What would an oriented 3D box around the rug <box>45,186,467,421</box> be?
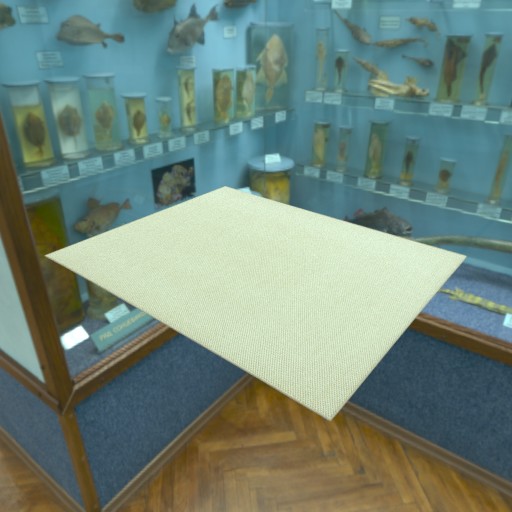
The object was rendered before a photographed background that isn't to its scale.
[{"bbox_3d":[0.000,0.000,4.098,3.039,0.018,2.462,21,35,34],"label":"rug"}]
